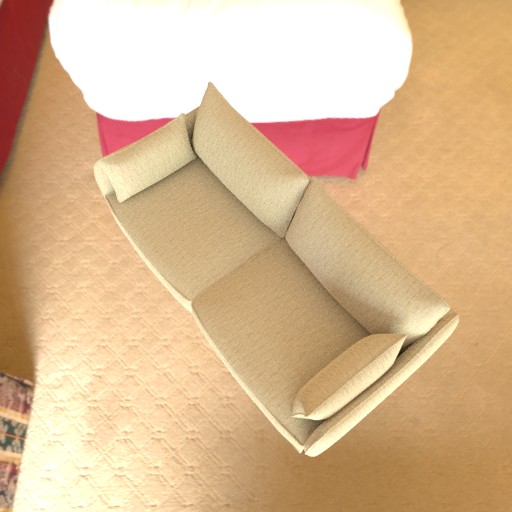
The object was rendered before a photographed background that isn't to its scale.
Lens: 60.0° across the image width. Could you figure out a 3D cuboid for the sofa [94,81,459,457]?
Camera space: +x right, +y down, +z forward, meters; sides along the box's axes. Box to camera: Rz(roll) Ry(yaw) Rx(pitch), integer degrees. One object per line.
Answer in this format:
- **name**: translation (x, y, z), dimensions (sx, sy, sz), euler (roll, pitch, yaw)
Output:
- **sofa**: translation (0.000, 0.000, 2.498), dimensions (0.991, 0.860, 1.989), euler (-35, 67, -18)
